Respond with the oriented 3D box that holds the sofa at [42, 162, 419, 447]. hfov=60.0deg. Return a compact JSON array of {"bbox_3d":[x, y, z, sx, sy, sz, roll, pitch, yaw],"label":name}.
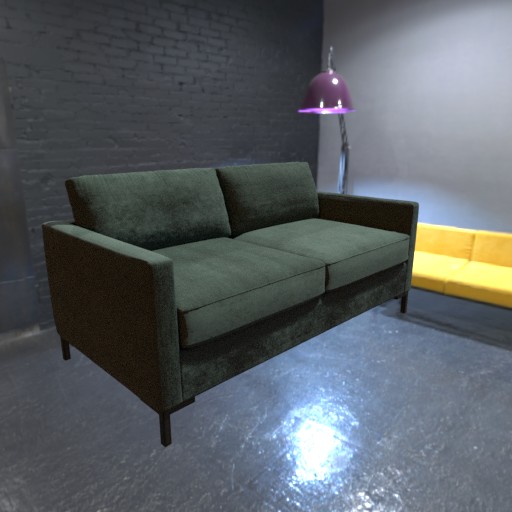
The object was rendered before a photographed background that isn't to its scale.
[{"bbox_3d":[0.000,0.000,2.141,1.676,0.817,0.875,-15,21,-42],"label":"sofa"}]
